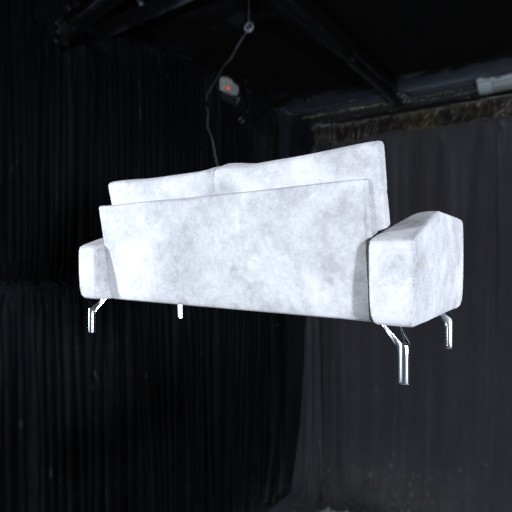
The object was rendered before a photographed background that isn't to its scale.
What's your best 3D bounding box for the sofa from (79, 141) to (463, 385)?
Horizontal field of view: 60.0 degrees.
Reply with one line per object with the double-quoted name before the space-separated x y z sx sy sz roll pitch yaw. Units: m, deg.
"sofa" 0.000 0.000 2.291 1.837 0.859 0.849 0 0 35
